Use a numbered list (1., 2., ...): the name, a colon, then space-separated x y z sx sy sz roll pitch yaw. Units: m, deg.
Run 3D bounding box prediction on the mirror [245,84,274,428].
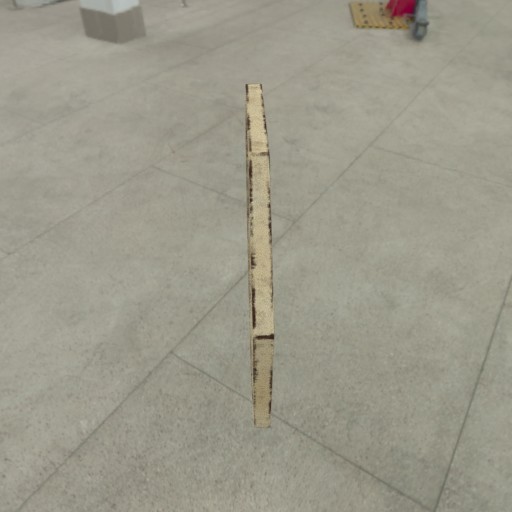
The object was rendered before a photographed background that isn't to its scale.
1. mirror: 0.000 0.000 0.966 0.031 0.648 0.648 -1 42 -1
